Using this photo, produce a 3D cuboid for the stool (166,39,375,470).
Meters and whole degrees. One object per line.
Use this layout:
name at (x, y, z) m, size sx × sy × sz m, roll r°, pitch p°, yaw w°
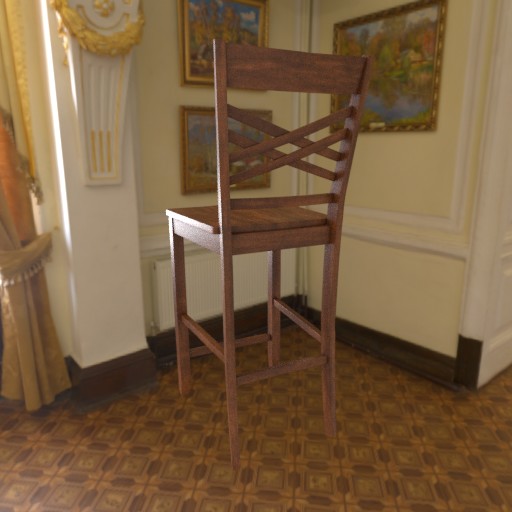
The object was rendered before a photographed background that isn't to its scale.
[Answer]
stool at (0.000, 0.000, 1.357) m, size 0.426 × 1.098 × 0.504 m, roll -7°, pitch 16°, yaw -25°
